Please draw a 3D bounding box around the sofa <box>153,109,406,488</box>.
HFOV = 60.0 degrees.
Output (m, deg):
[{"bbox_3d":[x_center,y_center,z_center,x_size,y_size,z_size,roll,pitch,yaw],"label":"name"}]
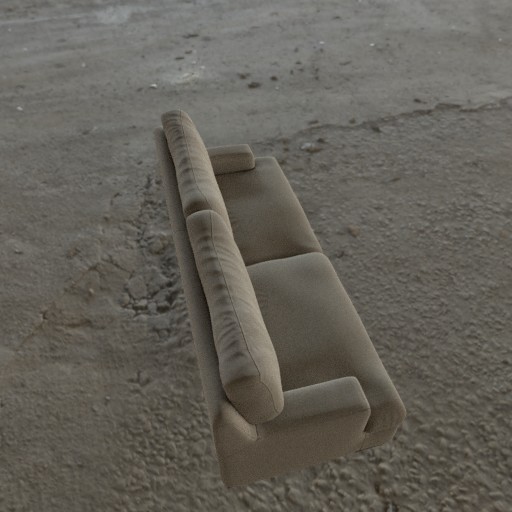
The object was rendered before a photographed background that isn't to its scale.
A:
[{"bbox_3d":[0.000,0.000,2.799,0.962,0.980,2.354,-11,47,-10],"label":"sofa"}]
